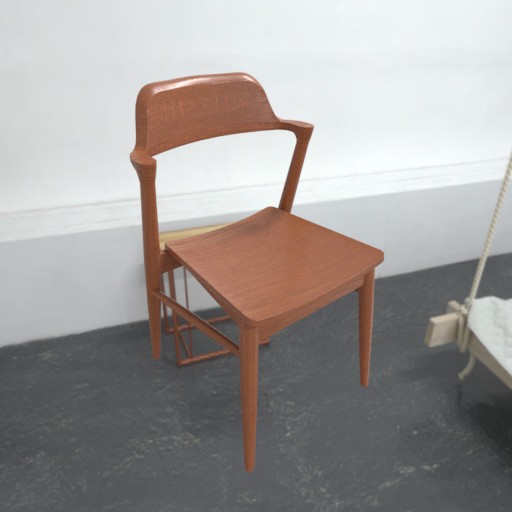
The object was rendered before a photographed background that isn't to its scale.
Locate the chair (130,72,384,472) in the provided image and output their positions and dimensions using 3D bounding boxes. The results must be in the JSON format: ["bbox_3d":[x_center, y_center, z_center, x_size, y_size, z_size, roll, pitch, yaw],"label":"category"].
[{"bbox_3d":[0.000,0.000,1.128,0.496,0.801,0.499,-22,37,-32],"label":"chair"}]
